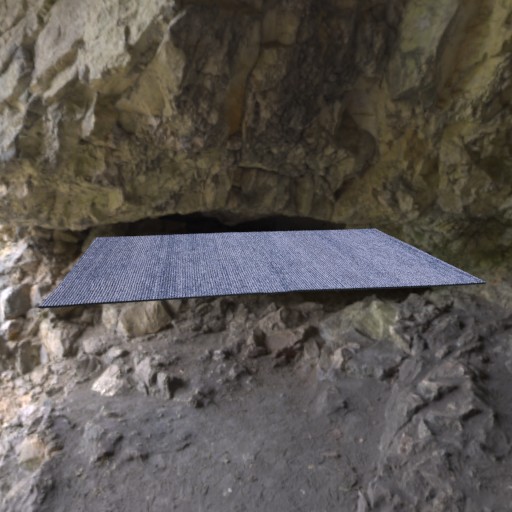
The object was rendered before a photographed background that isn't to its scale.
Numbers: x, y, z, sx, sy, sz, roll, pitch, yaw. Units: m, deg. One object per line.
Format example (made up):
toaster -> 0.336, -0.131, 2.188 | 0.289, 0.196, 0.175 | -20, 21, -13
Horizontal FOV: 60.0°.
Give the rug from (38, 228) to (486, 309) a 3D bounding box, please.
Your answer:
rug -> 0.000, 0.000, 2.258 | 1.777, 0.021, 1.145 | -2, 15, -8
